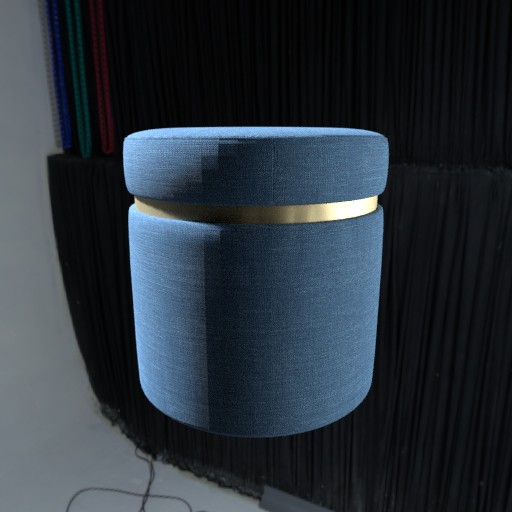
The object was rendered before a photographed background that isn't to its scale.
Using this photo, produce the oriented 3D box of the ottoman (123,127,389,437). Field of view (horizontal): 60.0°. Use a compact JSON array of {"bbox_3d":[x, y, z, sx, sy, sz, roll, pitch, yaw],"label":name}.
[{"bbox_3d":[0.000,0.000,0.729,0.398,0.406,0.398,0,15,0],"label":"ottoman"}]
